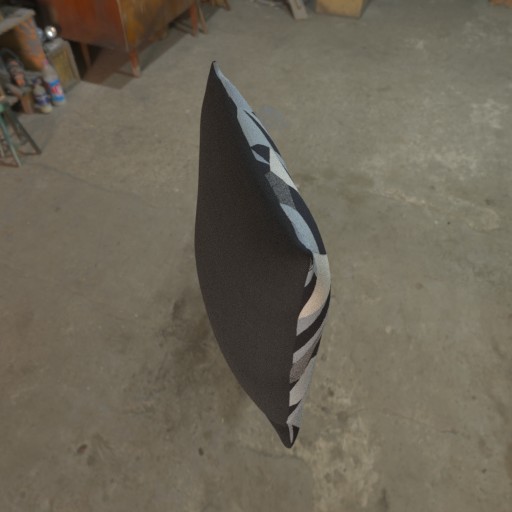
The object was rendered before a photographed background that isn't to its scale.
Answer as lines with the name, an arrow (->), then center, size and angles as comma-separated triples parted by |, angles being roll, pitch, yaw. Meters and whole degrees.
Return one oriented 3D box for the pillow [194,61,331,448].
pillow -> 0.000, 0.000, 0.778 | 0.208, 0.496, 0.503 | -11, 48, -10
